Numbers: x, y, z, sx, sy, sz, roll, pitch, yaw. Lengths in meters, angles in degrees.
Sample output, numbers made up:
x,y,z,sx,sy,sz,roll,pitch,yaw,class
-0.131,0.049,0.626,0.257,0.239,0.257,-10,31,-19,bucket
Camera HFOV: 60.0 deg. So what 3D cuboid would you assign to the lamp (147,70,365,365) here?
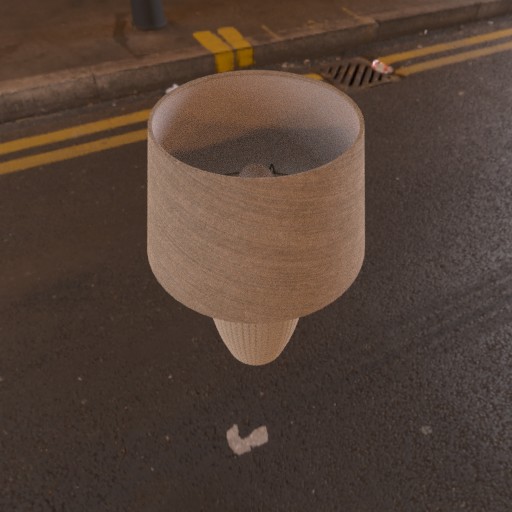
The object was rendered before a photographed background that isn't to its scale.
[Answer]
x,y,z,sx,sy,sz,roll,pitch,yaw,class
0.000,0.000,0.845,0.390,0.580,0.390,0,46,0,lamp
